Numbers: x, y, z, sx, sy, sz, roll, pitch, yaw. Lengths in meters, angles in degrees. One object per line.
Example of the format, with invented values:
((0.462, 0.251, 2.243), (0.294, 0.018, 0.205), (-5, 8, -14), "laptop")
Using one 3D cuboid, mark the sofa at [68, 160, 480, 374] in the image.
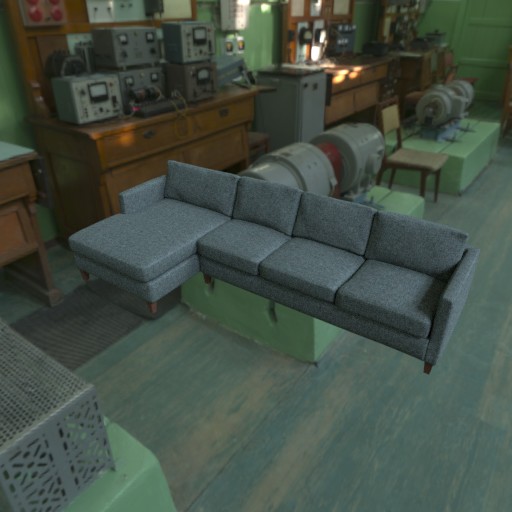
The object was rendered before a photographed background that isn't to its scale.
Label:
((0.000, 0.000, 4.106), (3.485, 0.960, 1.635), (19, 35, 29), "sofa")
